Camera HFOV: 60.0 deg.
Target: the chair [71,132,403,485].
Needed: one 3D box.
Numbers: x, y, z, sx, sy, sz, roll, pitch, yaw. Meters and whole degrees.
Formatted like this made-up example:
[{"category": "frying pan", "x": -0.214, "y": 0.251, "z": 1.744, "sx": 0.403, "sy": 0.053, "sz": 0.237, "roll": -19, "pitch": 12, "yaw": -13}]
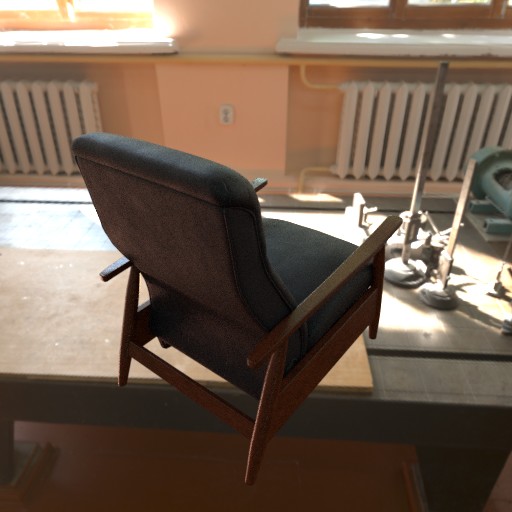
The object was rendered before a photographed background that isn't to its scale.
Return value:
[{"category": "chair", "x": 0.000, "y": 0.000, "z": 1.737, "sx": 0.762, "sy": 1.082, "sz": 1.014, "roll": 22, "pitch": 37, "yaw": 32}]
